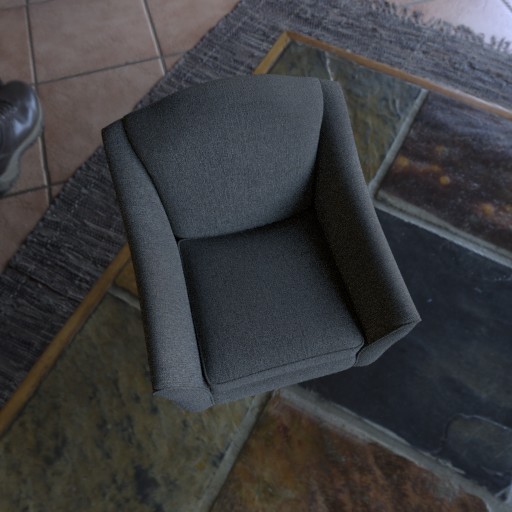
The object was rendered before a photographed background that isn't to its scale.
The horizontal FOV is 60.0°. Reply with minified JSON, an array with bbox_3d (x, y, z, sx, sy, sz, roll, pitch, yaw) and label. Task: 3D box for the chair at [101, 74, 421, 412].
[{"bbox_3d":[0.000,0.000,1.459,0.763,0.839,0.787,-14,65,-7],"label":"chair"}]
